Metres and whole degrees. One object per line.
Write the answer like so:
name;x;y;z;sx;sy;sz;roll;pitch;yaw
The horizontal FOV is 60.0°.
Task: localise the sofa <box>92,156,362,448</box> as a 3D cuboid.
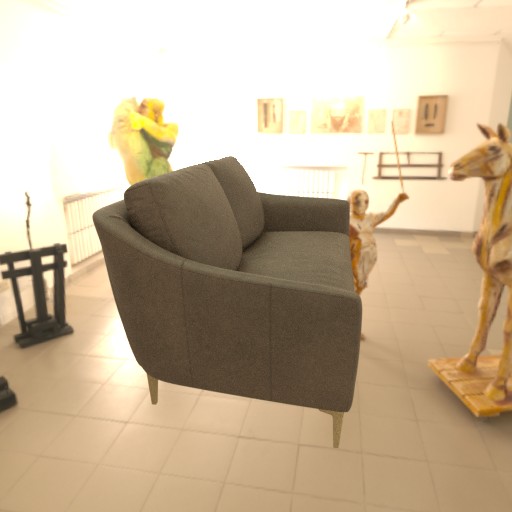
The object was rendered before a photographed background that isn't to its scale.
sofa;0.000;0.000;2.201;0.960;0.902;1.619;3;17;10
